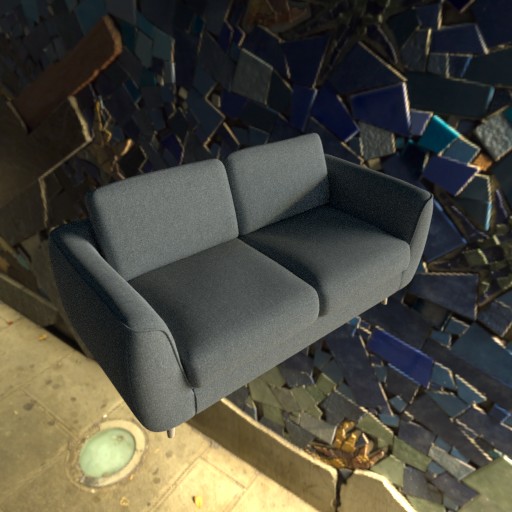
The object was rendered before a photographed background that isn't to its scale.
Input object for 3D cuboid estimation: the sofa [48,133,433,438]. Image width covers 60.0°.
[{"bbox_3d":[0.000,0.000,2.153,1.700,0.870,0.920,-23,38,-32],"label":"sofa"}]
